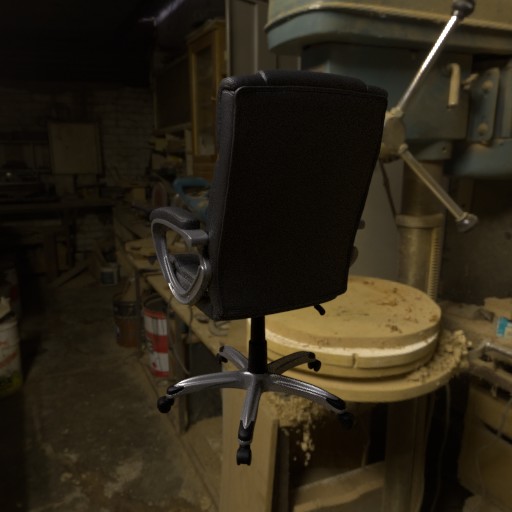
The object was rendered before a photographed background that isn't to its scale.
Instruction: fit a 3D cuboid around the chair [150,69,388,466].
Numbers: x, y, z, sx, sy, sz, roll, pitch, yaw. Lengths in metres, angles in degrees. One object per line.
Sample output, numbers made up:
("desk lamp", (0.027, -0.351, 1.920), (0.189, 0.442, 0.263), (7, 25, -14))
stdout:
("chair", (0.000, 0.000, 1.559), (0.721, 1.130, 0.719), (-7, 15, -25))
